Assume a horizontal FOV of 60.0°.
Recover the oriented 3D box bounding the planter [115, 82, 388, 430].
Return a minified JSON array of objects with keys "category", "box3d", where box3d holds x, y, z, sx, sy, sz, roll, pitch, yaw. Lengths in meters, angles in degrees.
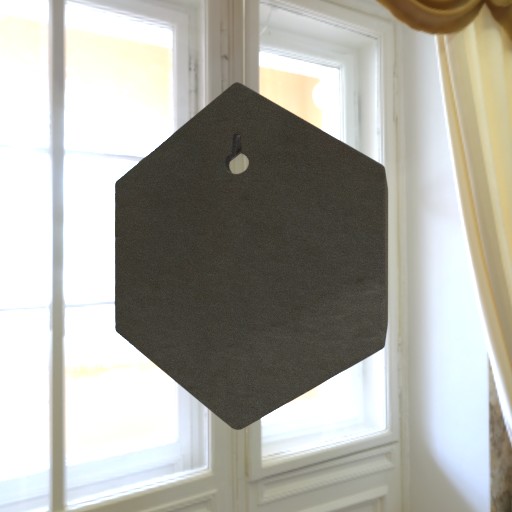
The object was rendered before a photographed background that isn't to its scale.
[{"category":"planter","box3d":[0.000,0.000,0.299,0.169,0.206,0.077,0,0,18]}]
